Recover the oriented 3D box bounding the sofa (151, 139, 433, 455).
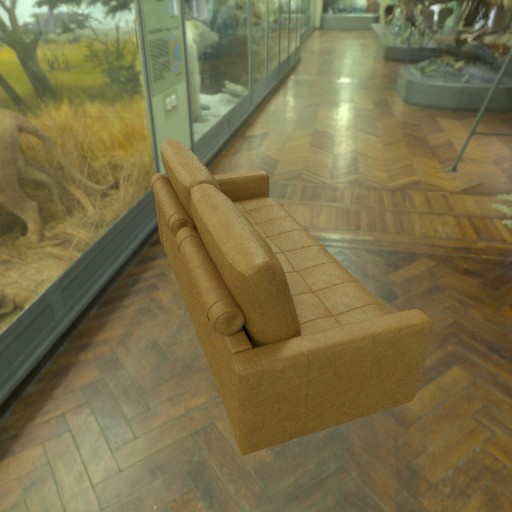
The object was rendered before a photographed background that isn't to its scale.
[{"bbox_3d":[0.000,0.000,2.334,0.850,0.898,1.821,-10,32,-17],"label":"sofa"}]
